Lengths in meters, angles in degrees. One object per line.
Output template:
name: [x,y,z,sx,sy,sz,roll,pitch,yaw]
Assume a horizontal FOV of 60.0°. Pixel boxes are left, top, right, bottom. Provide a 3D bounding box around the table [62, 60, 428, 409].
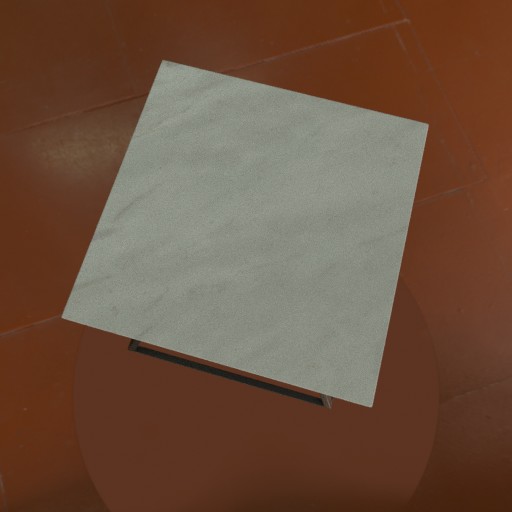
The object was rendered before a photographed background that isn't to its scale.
table: [0.000,0.000,0.813,0.455,0.431,0.455,15,75,4]
